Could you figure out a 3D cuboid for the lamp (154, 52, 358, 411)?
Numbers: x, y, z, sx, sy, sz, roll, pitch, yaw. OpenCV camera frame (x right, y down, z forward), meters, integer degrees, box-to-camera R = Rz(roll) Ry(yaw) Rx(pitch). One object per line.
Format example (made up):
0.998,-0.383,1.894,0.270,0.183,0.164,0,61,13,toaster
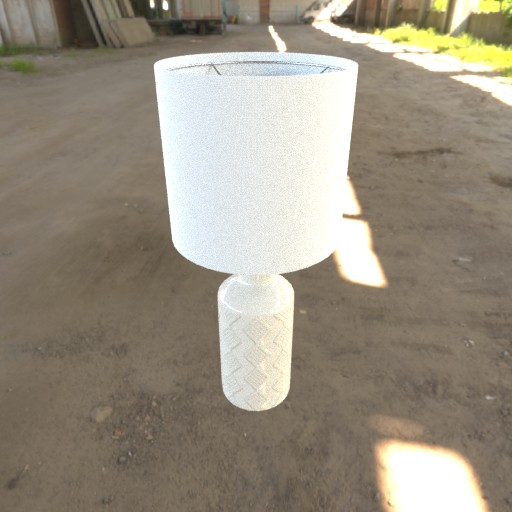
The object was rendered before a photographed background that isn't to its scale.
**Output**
0.000,0.000,0.571,0.207,0.461,0.207,-18,34,-28,lamp
